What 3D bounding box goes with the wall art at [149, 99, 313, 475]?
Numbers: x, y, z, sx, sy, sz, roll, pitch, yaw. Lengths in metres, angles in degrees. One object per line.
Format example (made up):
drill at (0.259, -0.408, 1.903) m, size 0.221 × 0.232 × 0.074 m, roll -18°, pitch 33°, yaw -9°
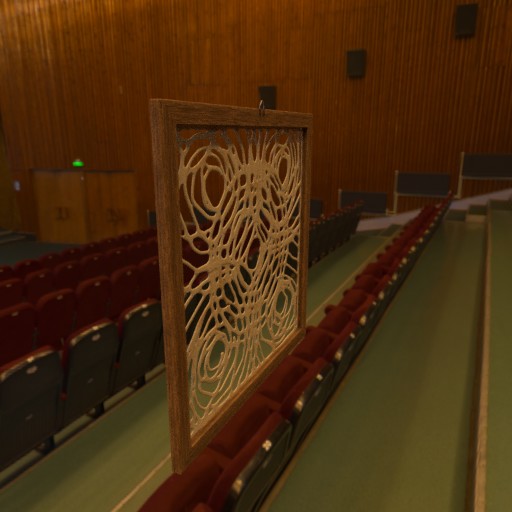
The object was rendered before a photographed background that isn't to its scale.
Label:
wall art at (0.000, 0.000, 0.866) m, size 0.021 × 0.576 × 0.561 m, roll 8°, pitch 17°, yaw 25°
